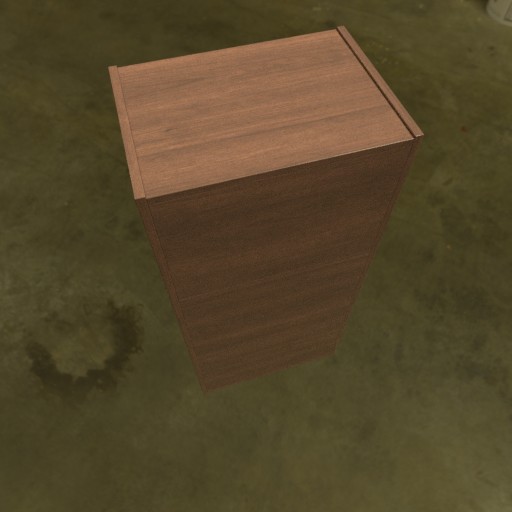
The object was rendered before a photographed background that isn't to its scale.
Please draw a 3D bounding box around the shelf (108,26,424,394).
[{"bbox_3d":[0.000,0.000,1.041,0.414,0.879,0.290,-14,58,-9],"label":"shelf"}]
